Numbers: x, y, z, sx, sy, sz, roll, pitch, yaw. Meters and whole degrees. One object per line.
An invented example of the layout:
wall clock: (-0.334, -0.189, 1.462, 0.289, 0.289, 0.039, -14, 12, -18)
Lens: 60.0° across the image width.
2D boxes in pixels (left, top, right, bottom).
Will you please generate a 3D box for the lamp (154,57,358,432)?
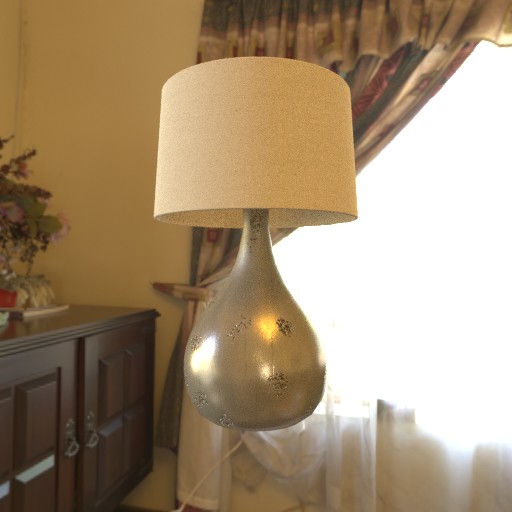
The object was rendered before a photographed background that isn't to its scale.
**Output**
lamp: (0.000, 0.000, 0.733, 0.330, 0.521, 0.330, 0, -1, 0)
